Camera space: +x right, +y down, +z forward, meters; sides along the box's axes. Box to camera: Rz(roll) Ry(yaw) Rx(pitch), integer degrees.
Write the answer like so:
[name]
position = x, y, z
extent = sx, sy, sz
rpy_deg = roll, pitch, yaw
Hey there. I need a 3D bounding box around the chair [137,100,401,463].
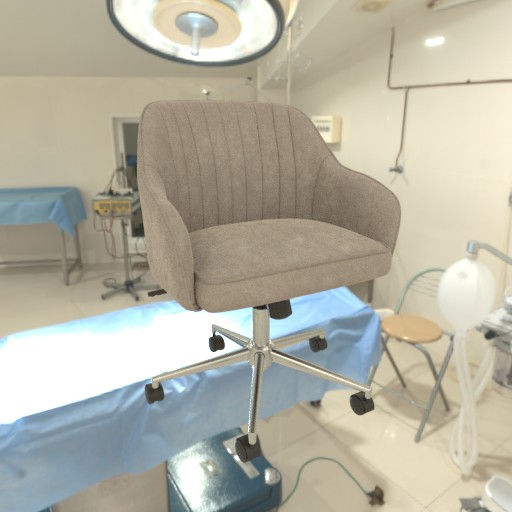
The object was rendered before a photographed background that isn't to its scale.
[chair]
position = 0.000, 0.000, 1.231
extent = 0.635, 0.831, 0.573
rpy_deg = -9, 20, -28
